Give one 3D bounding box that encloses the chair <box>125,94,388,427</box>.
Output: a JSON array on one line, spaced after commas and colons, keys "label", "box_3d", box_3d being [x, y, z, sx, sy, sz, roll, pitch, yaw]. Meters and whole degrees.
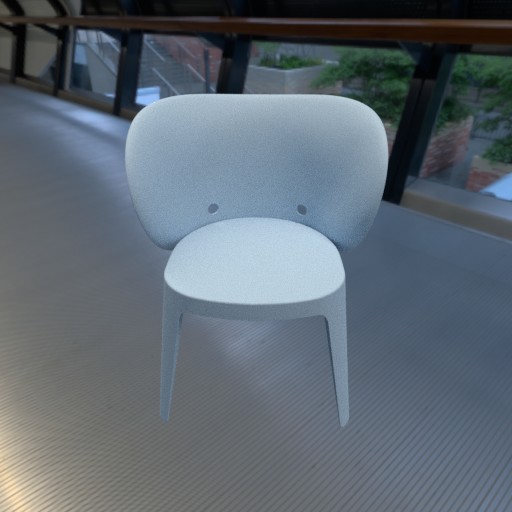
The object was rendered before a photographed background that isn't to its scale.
[{"label": "chair", "box_3d": [0.000, 0.000, 0.879, 0.451, 0.554, 0.402, 1, 30, 1]}]
